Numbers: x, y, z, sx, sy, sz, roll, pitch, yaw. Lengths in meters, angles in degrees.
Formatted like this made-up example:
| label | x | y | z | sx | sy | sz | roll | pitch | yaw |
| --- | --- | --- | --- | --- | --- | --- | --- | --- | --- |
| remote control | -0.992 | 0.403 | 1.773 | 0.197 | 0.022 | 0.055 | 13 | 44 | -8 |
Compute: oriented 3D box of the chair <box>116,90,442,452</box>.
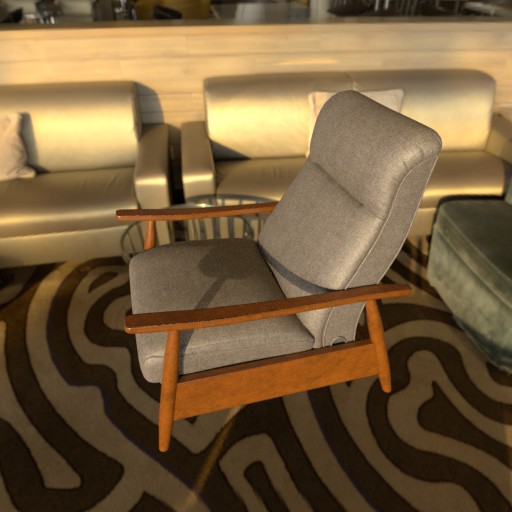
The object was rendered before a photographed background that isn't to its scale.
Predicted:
| label | x | y | z | sx | sy | sz | roll | pitch | yaw |
| --- | --- | --- | --- | --- | --- | --- | --- | --- | --- |
| chair | 0.000 | 0.000 | 1.736 | 1.014 | 1.081 | 0.762 | -9 | 35 | -14 |
